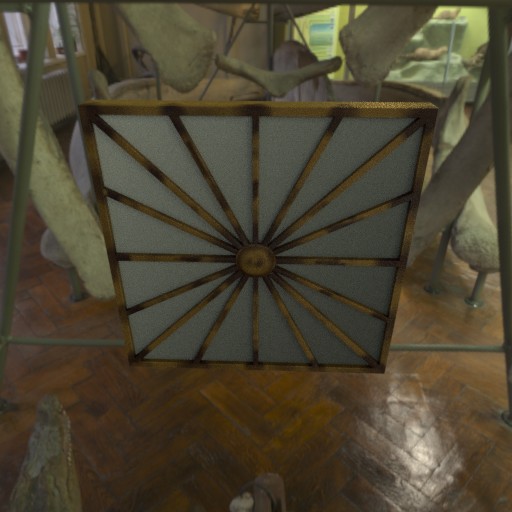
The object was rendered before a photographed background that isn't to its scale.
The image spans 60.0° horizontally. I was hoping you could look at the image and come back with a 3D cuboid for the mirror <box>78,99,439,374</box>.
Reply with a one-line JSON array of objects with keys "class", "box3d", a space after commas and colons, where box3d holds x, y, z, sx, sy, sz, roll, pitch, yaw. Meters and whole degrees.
[{"class": "mirror", "box3d": [0.000, 0.000, 0.766, 0.509, 0.507, 0.042, 1, 31, 2]}]
